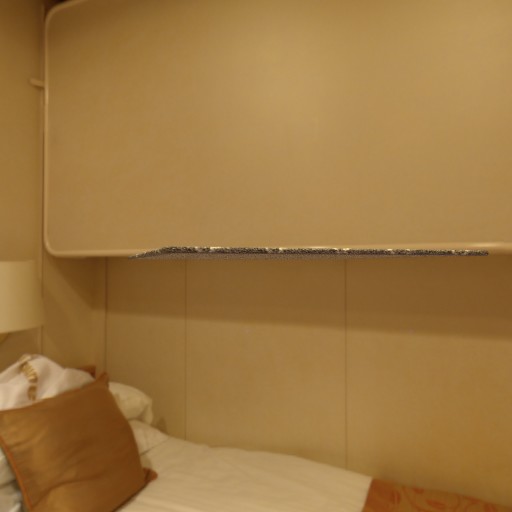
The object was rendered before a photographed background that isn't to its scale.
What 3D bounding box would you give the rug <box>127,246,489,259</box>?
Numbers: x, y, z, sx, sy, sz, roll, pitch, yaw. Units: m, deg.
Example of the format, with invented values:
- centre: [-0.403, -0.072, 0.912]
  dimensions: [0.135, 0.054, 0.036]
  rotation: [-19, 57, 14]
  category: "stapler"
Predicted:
- centre: [0.000, 0.000, 3.439]
  dimensions: [1.778, 0.030, 2.743]
  rotation: [0, -1, -19]
  category: "rug"
